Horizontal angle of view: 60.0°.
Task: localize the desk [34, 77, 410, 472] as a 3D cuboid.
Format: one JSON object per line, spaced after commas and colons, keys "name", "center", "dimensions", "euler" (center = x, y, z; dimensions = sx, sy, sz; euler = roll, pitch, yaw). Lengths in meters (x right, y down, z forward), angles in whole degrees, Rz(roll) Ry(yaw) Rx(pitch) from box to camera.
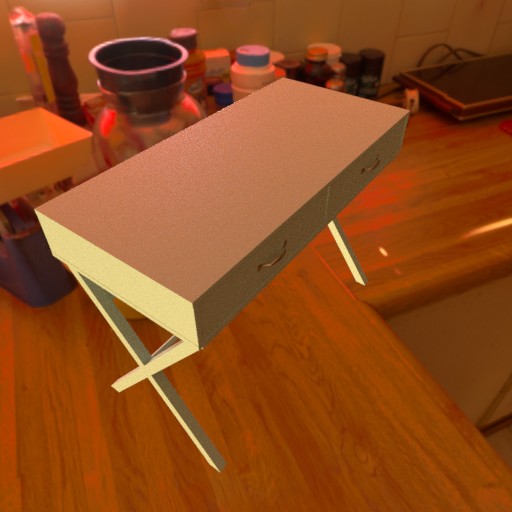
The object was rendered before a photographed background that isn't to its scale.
{"name": "desk", "center": [0.000, 0.000, 1.508], "dimensions": [0.525, 0.780, 1.057], "euler": [26, 48, 26]}
